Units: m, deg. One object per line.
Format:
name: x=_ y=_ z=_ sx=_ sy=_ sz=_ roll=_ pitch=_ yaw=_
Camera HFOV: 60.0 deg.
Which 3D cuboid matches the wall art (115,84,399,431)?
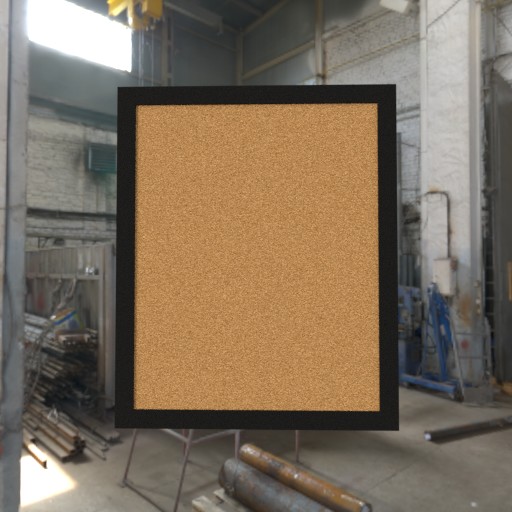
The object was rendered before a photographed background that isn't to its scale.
wall art: x=0.000 y=0.000 z=0.734 sx=0.457 sy=0.559 sz=0.029 roll=0 pitch=-2 yaw=1
